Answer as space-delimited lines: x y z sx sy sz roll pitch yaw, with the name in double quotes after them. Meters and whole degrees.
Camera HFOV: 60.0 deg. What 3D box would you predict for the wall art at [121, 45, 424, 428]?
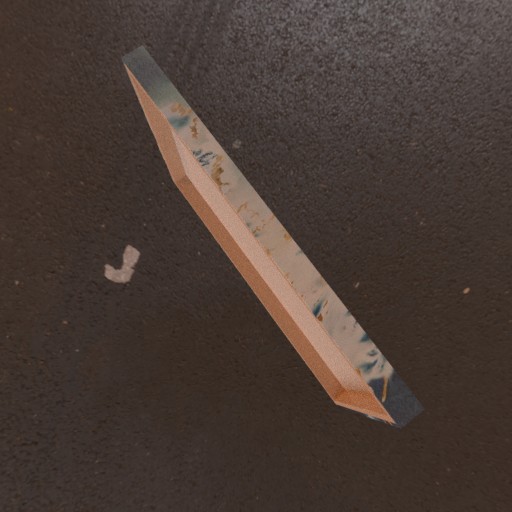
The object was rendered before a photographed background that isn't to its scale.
0.000 0.000 0.762 0.036 0.405 0.607 -35 77 -9 "wall art"
